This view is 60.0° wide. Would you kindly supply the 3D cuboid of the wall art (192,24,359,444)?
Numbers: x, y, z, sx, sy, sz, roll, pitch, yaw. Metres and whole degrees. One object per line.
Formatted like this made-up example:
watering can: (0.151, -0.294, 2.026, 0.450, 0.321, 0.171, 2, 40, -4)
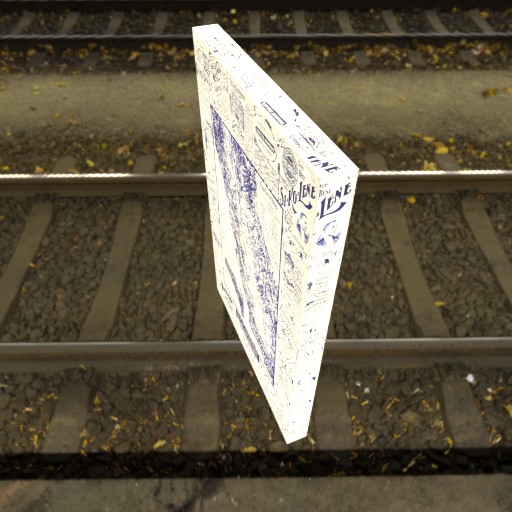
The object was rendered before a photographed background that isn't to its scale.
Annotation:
wall art: (0.000, 0.000, 0.467, 0.025, 0.376, 0.255, -16, 48, -15)
